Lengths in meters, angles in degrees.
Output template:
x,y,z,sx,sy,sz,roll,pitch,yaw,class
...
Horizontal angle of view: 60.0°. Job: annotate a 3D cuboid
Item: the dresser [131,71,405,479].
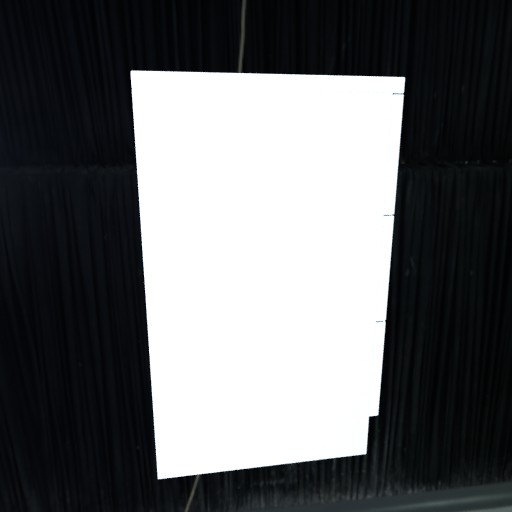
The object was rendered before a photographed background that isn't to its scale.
x,y,z,sx,sy,sz,roll,pitch,yaw,class
0.000,0.000,0.800,0.360,0.560,0.400,-2,15,-9,dresser
